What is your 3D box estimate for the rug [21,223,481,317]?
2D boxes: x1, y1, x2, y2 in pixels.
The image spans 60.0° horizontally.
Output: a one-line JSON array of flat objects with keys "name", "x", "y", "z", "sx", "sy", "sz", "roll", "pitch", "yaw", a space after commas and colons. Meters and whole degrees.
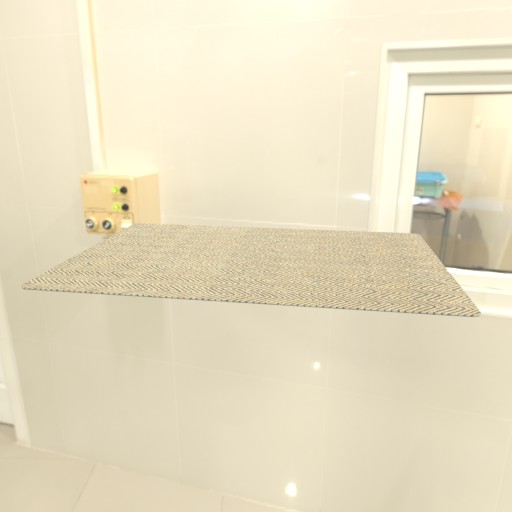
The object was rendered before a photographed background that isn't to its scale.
[{"name": "rug", "x": 0.000, "y": 0.000, "z": 2.180, "sx": 1.752, "sy": 0.008, "sz": 1.144, "roll": 3, "pitch": 18, "yaw": 8}]
